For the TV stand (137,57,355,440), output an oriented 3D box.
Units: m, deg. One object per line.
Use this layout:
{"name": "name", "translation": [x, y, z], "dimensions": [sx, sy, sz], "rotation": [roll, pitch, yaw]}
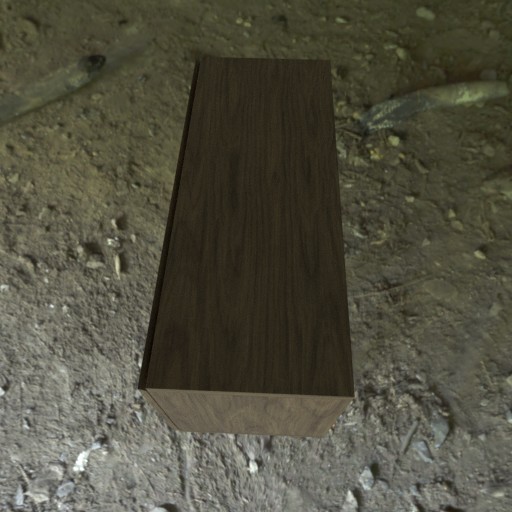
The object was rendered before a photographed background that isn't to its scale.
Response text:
{"name": "TV stand", "translation": [0.000, 0.000, 1.357], "dimensions": [0.405, 0.660, 0.990], "rotation": [2, 59, 1]}
